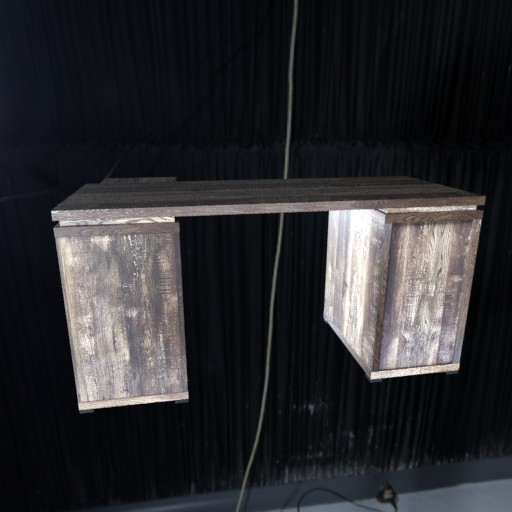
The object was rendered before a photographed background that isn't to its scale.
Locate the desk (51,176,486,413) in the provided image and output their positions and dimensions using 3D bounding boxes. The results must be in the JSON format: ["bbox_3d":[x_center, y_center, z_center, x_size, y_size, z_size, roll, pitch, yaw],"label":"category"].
[{"bbox_3d":[0.000,0.000,2.199,1.524,0.753,1.200,-3,18,-10],"label":"desk"}]
